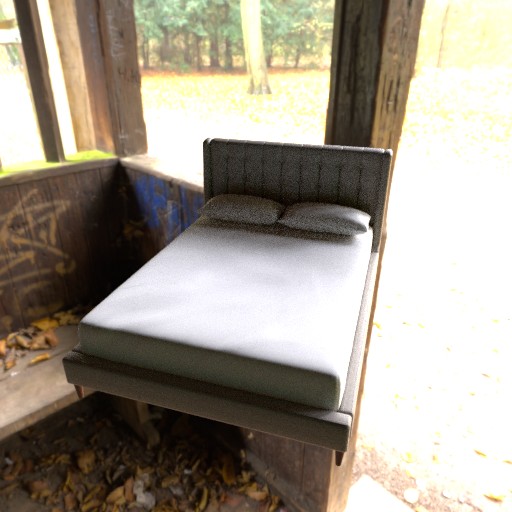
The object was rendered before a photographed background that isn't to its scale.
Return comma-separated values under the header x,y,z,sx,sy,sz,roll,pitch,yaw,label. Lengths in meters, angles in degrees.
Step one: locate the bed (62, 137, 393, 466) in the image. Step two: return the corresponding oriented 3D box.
x,y,z,sx,sy,sz,roll,pitch,yaw,label
0.000,0.000,3.155,1.656,1.147,2.232,8,28,16,bed
